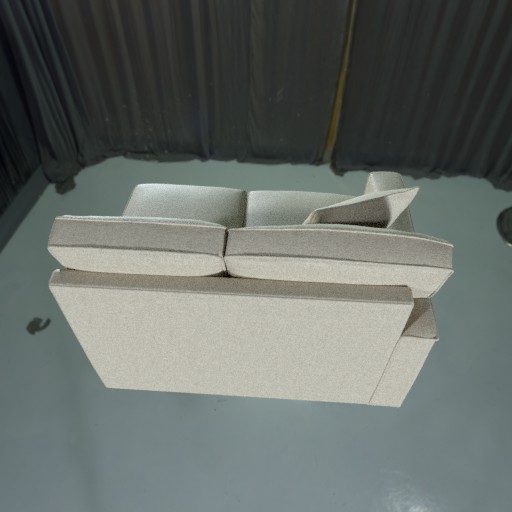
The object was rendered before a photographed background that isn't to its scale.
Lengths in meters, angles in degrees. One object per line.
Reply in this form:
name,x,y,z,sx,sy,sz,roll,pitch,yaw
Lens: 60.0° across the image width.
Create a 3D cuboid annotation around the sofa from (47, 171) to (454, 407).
sofa,0.000,0.000,2.027,1.388,0.989,0.991,3,47,3
